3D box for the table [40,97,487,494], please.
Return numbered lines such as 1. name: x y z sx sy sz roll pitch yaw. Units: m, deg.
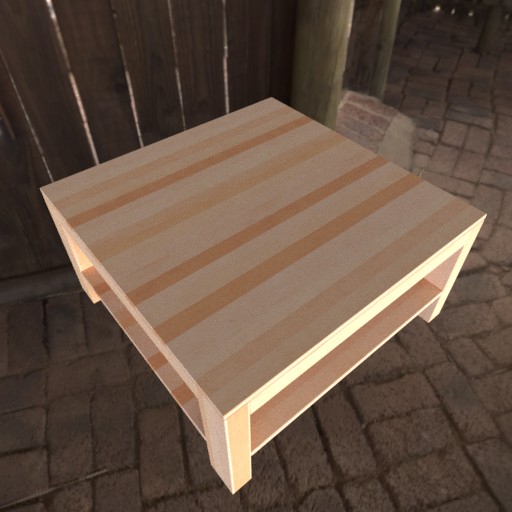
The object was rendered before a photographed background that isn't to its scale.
1. table: 0.000 0.000 1.416 0.900 0.450 0.900 -31 53 -27
